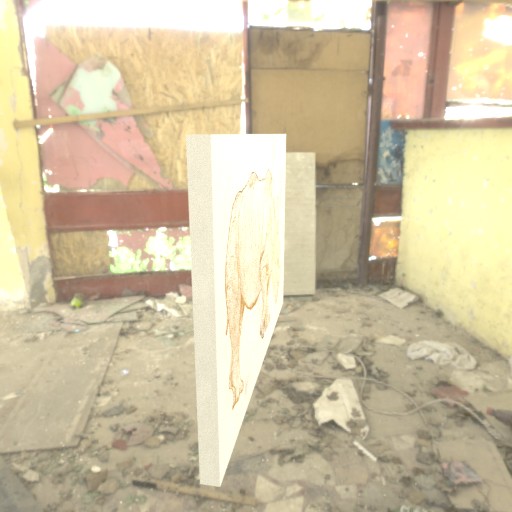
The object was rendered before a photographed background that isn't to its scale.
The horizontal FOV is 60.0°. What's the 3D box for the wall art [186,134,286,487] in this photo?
[{"bbox_3d":[0.000,0.000,1.152,0.038,0.610,0.915,3,16,10],"label":"wall art"}]
